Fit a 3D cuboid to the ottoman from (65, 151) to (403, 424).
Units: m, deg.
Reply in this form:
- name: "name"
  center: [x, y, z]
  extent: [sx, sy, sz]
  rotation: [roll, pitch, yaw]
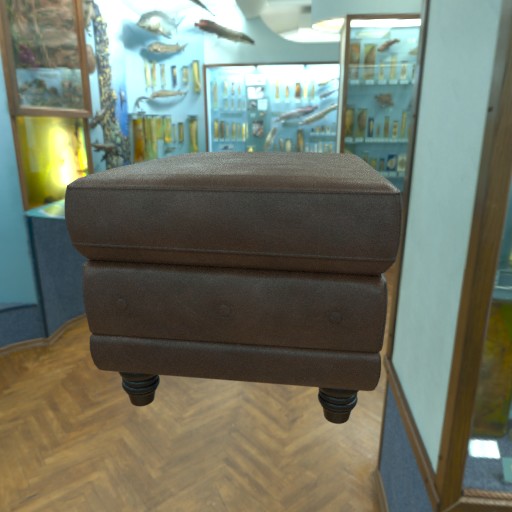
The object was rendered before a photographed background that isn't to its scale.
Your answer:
- name: "ottoman"
  center: [0.000, 0.000, 1.165]
  extent: [0.588, 0.509, 0.795]
  rotation: [2, 17, 8]
